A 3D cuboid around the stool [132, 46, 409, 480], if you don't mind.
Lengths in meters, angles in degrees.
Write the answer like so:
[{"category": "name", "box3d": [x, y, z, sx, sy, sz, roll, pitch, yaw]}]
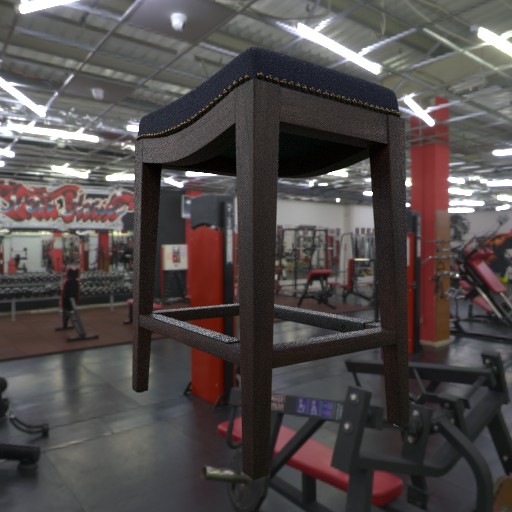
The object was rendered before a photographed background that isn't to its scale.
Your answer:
[{"category": "stool", "box3d": [0.000, 0.000, 0.935, 0.361, 0.642, 0.500, -1, 1, -35]}]
